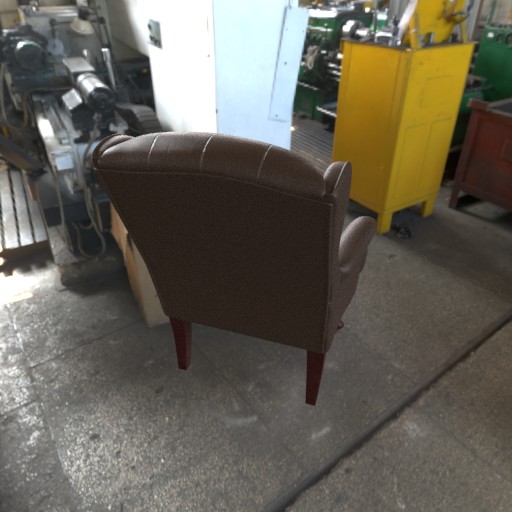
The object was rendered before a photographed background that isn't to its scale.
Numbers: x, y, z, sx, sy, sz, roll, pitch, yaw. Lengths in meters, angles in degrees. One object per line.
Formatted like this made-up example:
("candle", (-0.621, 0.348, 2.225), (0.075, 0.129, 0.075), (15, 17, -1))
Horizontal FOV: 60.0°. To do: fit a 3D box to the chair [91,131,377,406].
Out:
("chair", (0.000, 0.000, 1.680), (0.829, 1.132, 0.819), (11, 35, 16))
